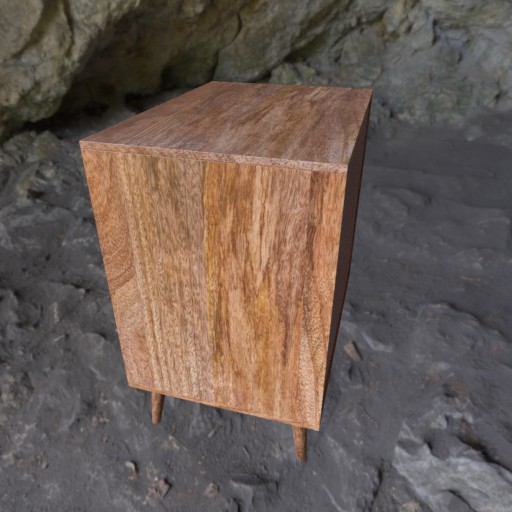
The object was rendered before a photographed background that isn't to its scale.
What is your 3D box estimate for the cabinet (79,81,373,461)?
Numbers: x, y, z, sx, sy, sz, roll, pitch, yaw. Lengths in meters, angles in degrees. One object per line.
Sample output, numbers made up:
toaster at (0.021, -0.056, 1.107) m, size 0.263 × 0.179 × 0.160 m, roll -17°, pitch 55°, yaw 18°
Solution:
cabinet at (0.000, 0.000, 1.178) m, size 0.473 × 0.758 × 0.647 m, roll 8°, pitch 31°, yaw 14°
